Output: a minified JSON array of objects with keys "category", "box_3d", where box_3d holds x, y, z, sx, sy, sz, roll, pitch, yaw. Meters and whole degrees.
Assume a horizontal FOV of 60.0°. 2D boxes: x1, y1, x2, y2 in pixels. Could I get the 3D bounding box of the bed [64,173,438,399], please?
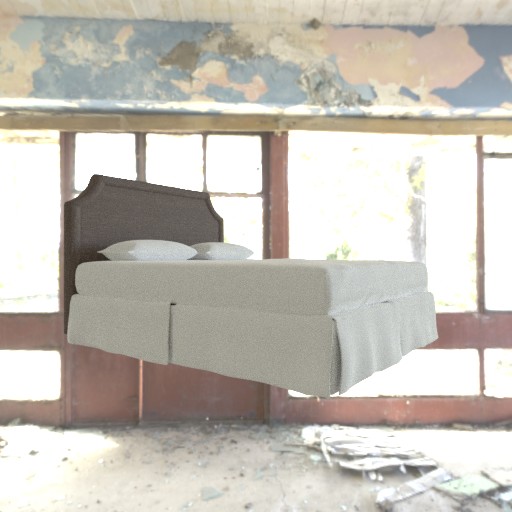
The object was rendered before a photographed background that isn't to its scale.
[{"category":"bed","box_3d":[0.000,0.000,4.143,2.773,1.590,2.350,0,0,36]}]
